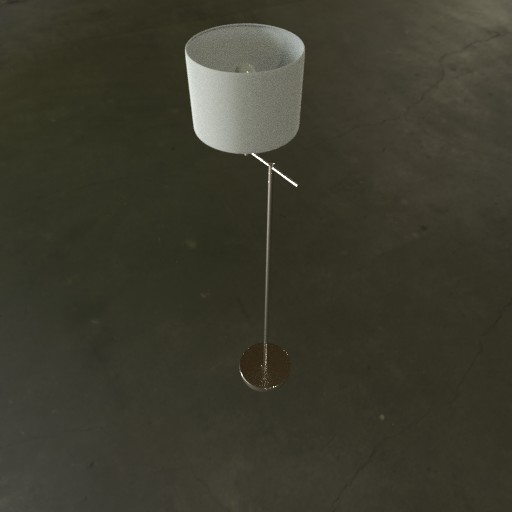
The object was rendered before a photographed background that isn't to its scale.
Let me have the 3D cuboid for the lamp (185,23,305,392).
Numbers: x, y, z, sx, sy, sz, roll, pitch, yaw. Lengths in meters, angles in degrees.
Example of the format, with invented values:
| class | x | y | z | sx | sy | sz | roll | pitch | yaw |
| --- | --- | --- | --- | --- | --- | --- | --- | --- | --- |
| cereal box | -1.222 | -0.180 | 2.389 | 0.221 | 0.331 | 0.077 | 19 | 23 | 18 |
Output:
| class | x | y | z | sx | sy | sz | roll | pitch | yaw |
| --- | --- | --- | --- | --- | --- | --- | --- | --- | --- |
| lamp | 0.000 | 0.000 | 1.762 | 0.324 | 1.600 | 0.416 | -31 | 55 | -26 |
